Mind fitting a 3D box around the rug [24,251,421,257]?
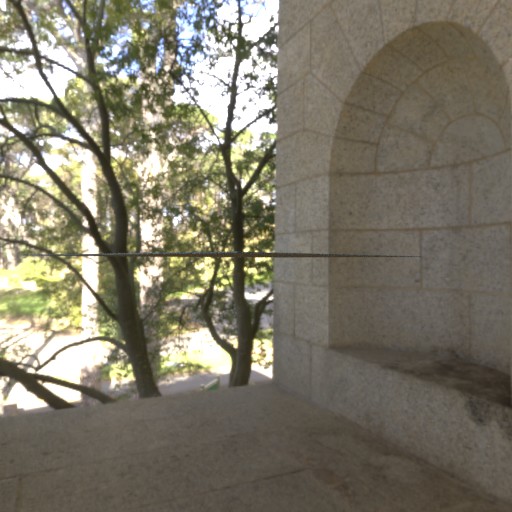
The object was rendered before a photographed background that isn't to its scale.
[{"bbox_3d":[0.000,0.000,4.241,2.190,0.008,3.371,0,-1,36],"label":"rug"}]
